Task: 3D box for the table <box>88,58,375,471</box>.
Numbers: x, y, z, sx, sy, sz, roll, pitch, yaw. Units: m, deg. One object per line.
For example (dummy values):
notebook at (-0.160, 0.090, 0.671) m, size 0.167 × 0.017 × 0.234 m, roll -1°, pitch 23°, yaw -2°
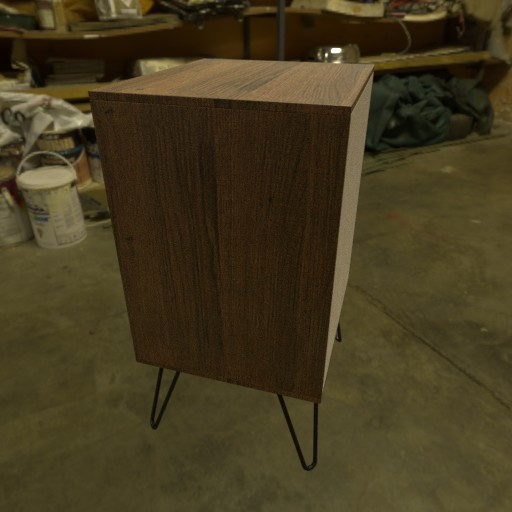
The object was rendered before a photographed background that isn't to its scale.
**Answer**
table at (0.000, 0.000, 1.137) m, size 0.457 × 0.866 × 0.526 m, roll 9°, pitch 31°, yaw 15°
